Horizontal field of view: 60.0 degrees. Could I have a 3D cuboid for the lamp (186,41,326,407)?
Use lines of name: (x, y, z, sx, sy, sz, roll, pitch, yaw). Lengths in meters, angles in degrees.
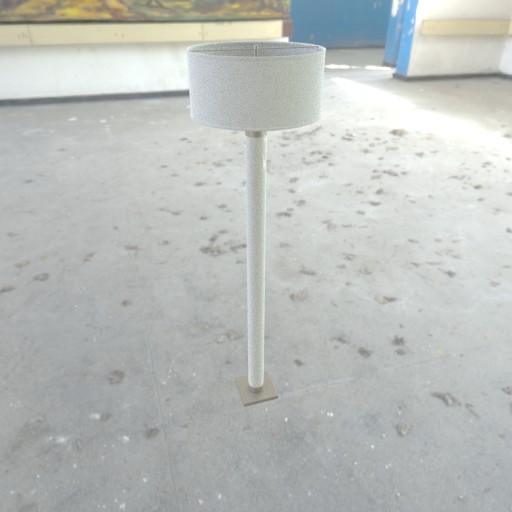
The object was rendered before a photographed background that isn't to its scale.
lamp: (0.000, 0.000, 1.707, 0.420, 1.475, 0.420, -9, 32, -15)
